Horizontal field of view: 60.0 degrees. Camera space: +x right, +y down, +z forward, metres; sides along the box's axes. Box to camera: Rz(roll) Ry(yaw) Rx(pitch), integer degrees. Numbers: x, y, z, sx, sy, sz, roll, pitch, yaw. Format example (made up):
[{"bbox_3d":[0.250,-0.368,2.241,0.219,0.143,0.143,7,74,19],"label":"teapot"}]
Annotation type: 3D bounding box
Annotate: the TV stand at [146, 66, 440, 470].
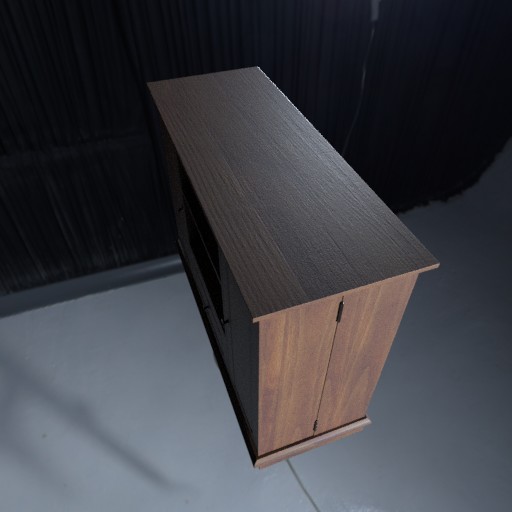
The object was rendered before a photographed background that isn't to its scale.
[{"bbox_3d":[0.000,0.000,1.496,0.406,0.813,1.067,-15,47,-14],"label":"TV stand"}]
